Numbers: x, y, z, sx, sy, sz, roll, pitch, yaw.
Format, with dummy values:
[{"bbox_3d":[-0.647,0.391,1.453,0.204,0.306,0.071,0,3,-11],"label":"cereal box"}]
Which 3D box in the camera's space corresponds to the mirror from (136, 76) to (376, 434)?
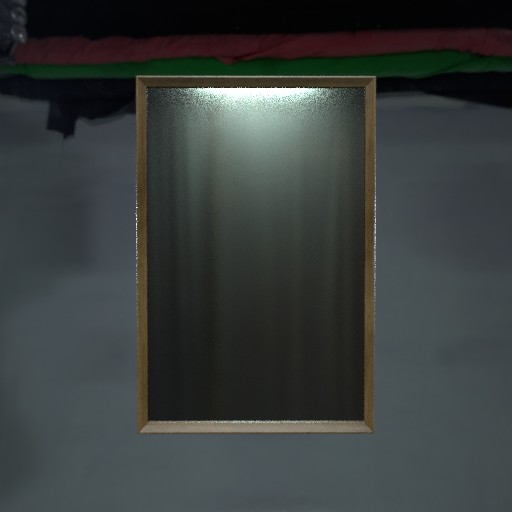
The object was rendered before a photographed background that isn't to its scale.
[{"bbox_3d":[0.000,0.000,1.152,0.609,0.915,0.041,0,1,0],"label":"mirror"}]
